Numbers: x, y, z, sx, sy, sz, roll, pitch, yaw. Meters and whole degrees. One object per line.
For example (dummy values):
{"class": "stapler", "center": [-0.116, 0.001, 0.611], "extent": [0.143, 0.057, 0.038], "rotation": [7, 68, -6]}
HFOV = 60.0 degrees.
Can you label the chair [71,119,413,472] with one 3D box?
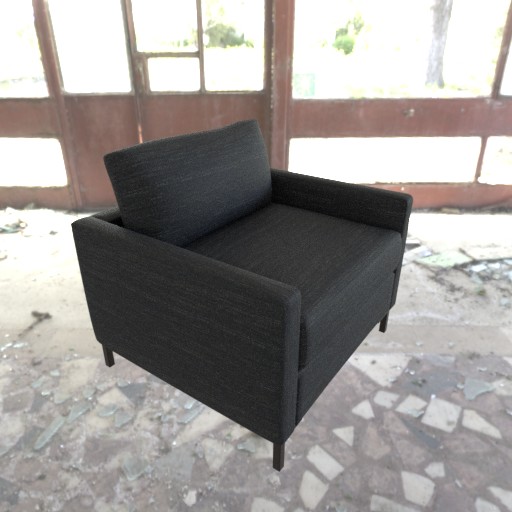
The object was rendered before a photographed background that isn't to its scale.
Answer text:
{"class": "chair", "center": [0.000, 0.000, 1.664], "extent": [0.866, 0.861, 0.963], "rotation": [18, 32, 31]}
